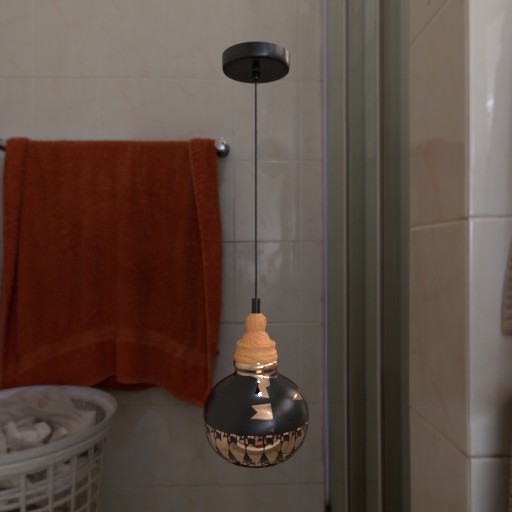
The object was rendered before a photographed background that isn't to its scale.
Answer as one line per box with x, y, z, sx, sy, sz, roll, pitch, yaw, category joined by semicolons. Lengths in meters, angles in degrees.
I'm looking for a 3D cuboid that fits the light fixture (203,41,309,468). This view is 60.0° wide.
0.000;0.000;1.801;0.430;1.606;0.430;0;1;1;light fixture
